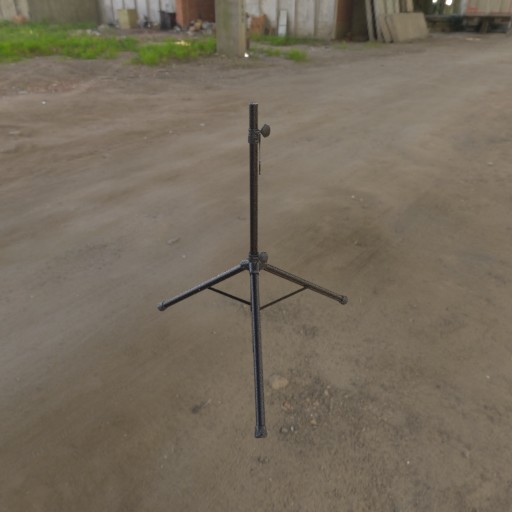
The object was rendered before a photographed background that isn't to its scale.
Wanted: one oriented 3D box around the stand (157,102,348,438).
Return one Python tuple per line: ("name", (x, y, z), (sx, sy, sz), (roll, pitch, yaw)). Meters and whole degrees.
("stand", (0.000, 0.000, 1.805), (1.045, 1.136, 0.907), (-1, 30, -2))
